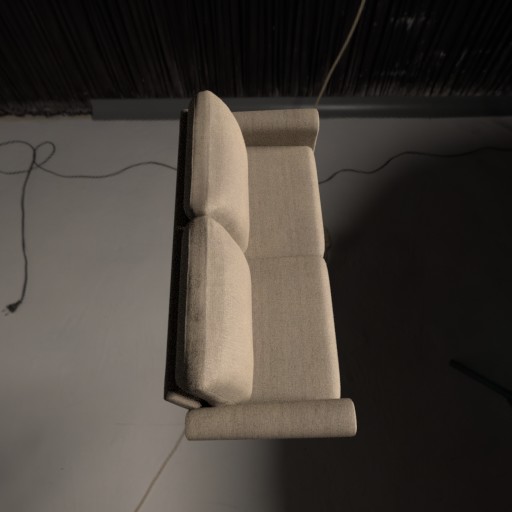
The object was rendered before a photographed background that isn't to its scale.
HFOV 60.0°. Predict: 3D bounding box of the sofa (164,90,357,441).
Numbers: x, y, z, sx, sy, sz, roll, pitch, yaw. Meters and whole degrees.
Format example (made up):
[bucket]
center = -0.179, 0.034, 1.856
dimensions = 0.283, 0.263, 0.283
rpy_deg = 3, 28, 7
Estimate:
[sofa]
center = 0.000, 0.000, 2.506
dimensions = 0.842, 0.942, 1.935
rpy_deg = -2, 64, -1
